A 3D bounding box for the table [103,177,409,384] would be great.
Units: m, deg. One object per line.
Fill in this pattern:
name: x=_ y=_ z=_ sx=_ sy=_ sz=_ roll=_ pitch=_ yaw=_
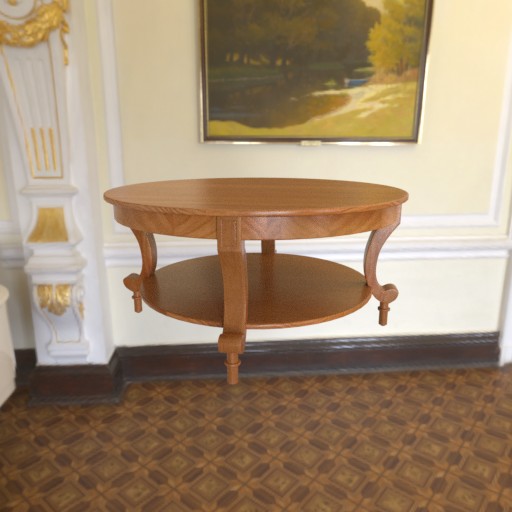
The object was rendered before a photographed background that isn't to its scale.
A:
table: x=0.000 y=0.000 z=1.624 sx=1.029 sy=0.490 sz=1.029 roll=0 pitch=14 yaw=0
